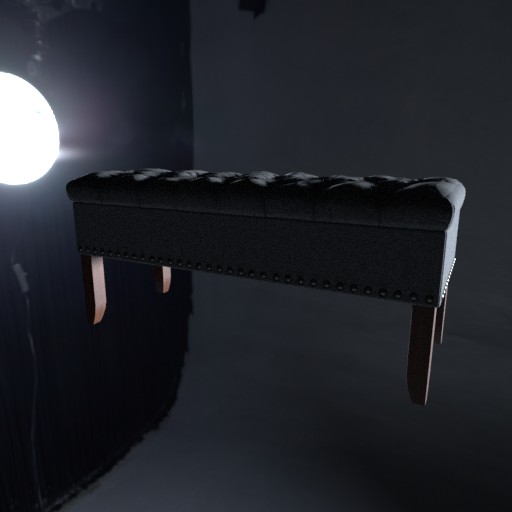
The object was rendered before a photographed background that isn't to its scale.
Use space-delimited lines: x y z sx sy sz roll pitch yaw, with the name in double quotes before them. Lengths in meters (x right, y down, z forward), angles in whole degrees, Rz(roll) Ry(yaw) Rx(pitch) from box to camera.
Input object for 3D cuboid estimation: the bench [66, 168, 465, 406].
"bench" 0.000 0.000 1.286 1.052 0.470 0.417 7 16 26
